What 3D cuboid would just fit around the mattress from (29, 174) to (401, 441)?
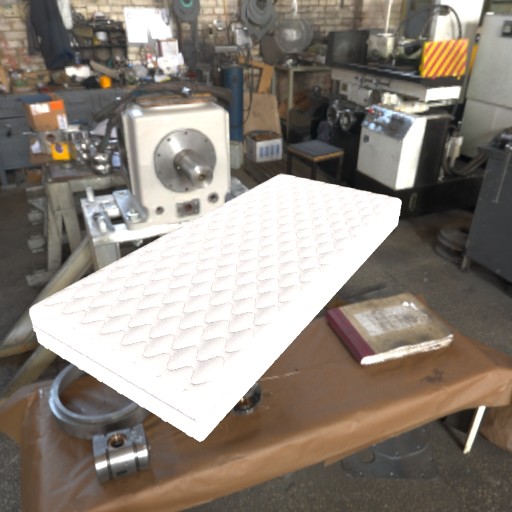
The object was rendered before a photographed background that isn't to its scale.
[{"bbox_3d":[0.000,0.000,2.336,0.900,0.200,2.000,18,34,29],"label":"mattress"}]
